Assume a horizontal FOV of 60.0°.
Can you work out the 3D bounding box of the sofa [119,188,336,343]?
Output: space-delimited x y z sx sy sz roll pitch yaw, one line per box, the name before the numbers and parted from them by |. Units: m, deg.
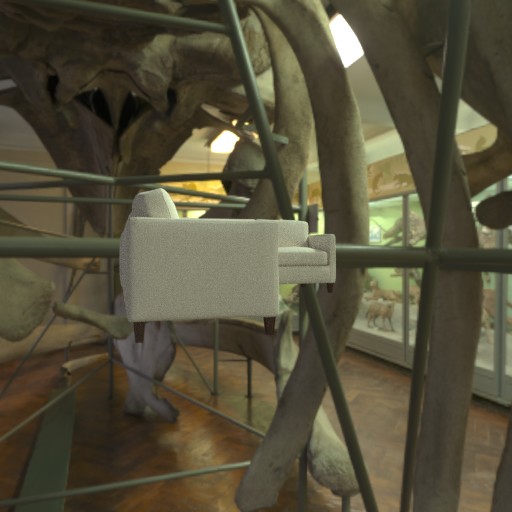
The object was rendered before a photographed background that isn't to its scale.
sofa | 0.000 0.000 4.433 2.593 0.947 3.302 0 1 -17
